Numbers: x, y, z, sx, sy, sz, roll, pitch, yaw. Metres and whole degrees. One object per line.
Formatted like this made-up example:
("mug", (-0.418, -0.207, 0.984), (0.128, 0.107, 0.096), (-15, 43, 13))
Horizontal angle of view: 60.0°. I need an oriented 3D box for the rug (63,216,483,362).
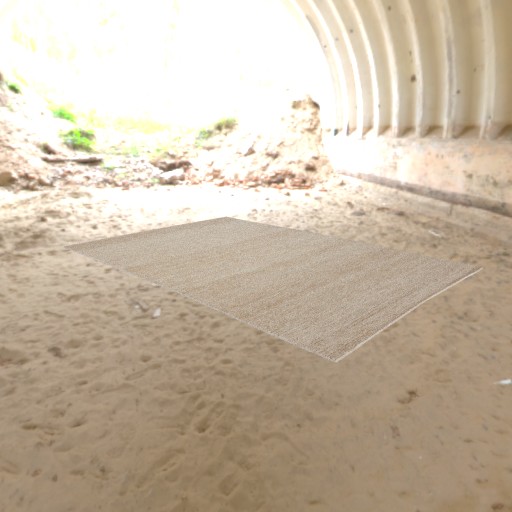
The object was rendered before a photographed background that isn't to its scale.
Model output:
("rug", (0.000, 0.000, 2.929), (2.346, 0.029, 1.574), (15, 22, 42))
